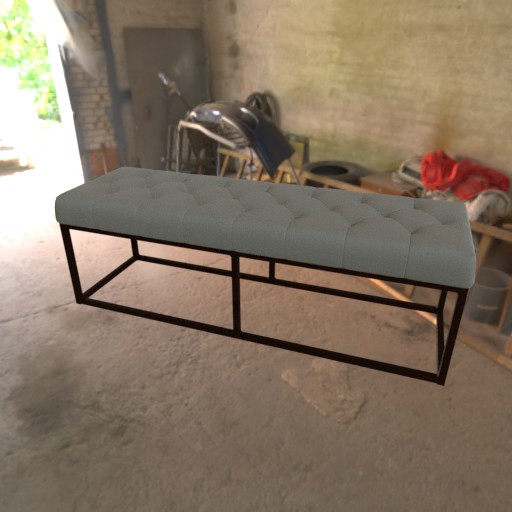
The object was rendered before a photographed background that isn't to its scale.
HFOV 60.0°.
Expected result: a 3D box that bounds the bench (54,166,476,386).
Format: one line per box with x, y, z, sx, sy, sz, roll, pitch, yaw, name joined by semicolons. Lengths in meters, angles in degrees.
0.000;0.000;1.740;1.488;0.488;0.479;9;28;17;bench
